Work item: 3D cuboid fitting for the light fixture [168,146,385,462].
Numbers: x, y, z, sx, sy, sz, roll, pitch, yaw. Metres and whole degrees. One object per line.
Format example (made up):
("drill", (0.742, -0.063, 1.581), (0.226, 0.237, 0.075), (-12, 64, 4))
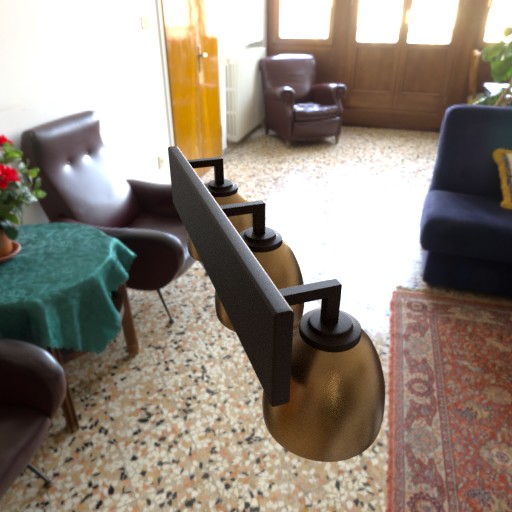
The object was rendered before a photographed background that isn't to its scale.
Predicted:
("light fixture", (0.000, 0.000, 0.669), (0.157, 0.204, 0.582), (-10, 31, -17))
